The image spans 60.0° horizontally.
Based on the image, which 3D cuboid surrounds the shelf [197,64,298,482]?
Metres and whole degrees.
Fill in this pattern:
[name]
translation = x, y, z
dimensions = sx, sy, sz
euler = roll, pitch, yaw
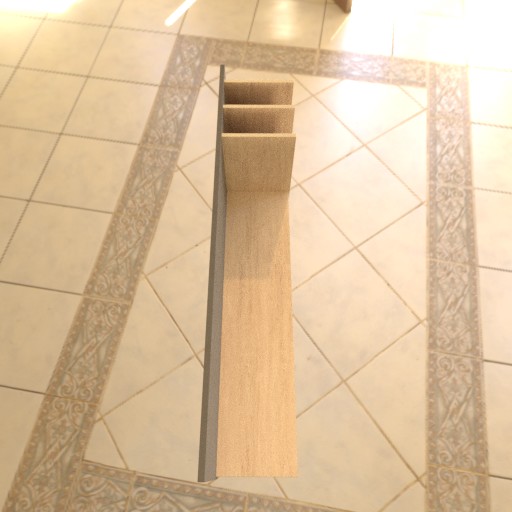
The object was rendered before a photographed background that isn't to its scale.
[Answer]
[shelf]
translation = 0.000, 0.000, 1.128
dimensions = 0.200, 0.300, 1.020
euler = 0, 64, 0
